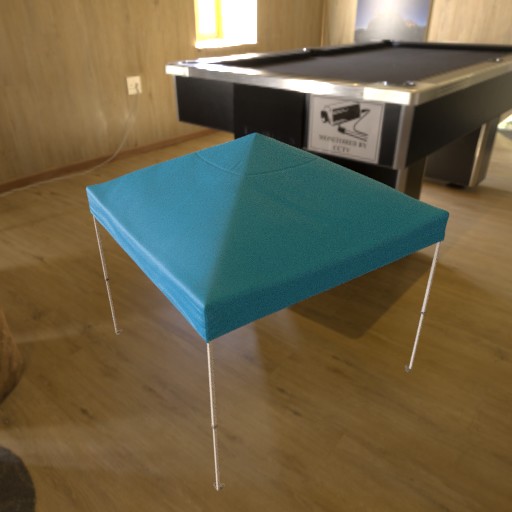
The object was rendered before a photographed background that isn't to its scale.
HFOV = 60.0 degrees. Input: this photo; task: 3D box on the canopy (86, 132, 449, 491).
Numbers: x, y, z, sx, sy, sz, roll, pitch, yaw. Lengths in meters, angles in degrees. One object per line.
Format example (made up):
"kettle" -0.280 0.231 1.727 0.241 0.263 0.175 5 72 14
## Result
"canopy" 0.000 0.000 5.417 2.996 2.997 2.998 -19 35 -30
